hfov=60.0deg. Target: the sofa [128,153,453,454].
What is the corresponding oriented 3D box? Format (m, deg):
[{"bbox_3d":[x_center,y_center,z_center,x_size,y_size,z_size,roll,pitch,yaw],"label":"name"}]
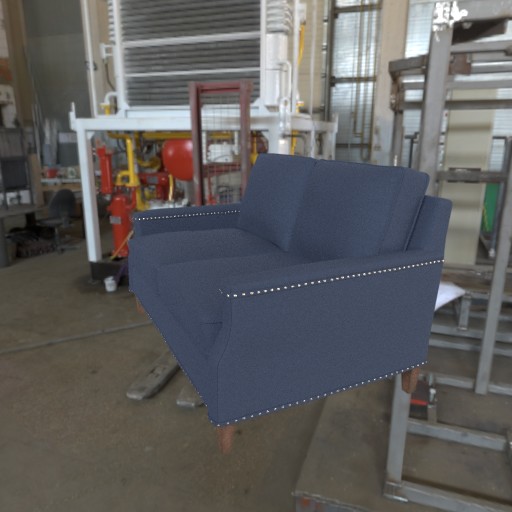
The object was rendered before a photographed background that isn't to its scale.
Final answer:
[{"bbox_3d":[0.000,0.000,2.318,1.084,1.003,1.597,-7,17,-25],"label":"sofa"}]
